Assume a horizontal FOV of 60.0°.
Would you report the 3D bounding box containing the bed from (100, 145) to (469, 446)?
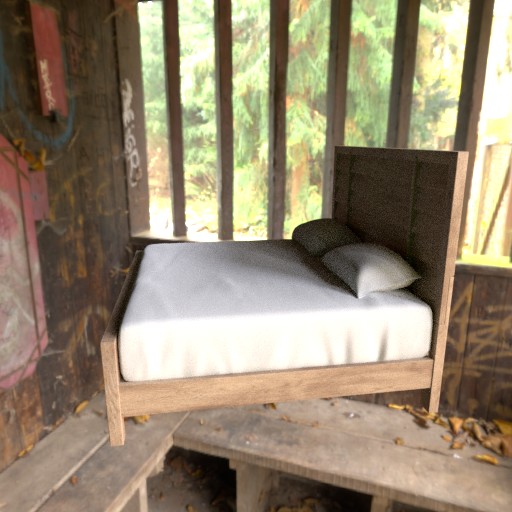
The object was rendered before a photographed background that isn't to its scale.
[{"bbox_3d":[0.000,0.000,3.438,2.032,1.626,2.032,-2,15,-9],"label":"bed"}]
